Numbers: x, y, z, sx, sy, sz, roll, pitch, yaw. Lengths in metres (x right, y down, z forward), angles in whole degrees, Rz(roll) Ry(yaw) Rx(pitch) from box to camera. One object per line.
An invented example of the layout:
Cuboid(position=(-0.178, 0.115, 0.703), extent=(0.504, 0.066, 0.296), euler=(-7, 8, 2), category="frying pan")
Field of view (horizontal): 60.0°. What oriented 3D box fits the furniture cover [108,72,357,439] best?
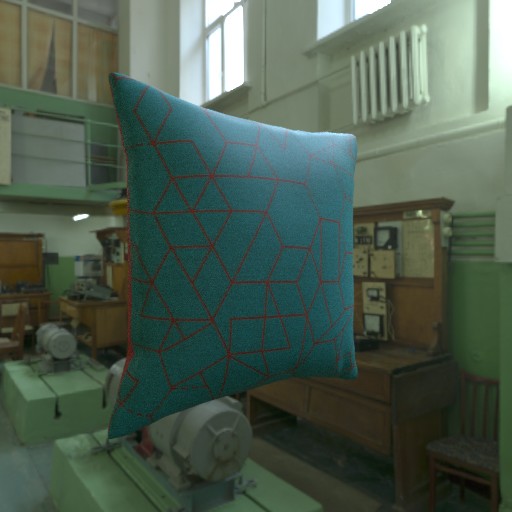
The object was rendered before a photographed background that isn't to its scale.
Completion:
Cuboid(position=(0.000, 0.000, 0.769), extent=(0.517, 0.508, 0.158), euler=(0, 0, -38), category="furniture cover")
